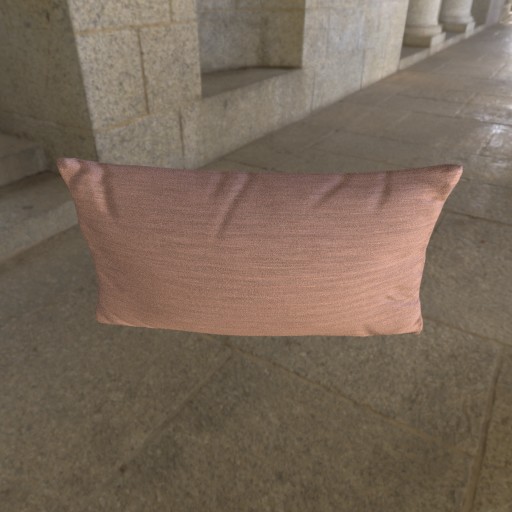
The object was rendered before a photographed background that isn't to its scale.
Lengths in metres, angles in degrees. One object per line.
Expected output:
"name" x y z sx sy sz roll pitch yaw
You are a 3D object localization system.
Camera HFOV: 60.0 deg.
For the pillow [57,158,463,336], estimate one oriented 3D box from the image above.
"pillow" 0.000 0.000 0.768 0.633 0.338 0.210 2 32 2
